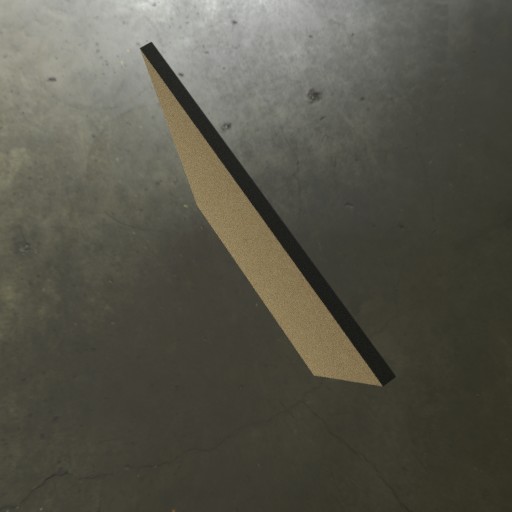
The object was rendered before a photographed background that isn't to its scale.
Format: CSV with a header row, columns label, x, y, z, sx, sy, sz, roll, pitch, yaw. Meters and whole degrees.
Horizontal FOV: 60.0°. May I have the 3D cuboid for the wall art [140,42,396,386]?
label,x,y,z,sx,sy,sz,roll,pitch,yaw
wall art,0.000,0.000,1.197,0.028,0.863,0.755,-33,78,-8
